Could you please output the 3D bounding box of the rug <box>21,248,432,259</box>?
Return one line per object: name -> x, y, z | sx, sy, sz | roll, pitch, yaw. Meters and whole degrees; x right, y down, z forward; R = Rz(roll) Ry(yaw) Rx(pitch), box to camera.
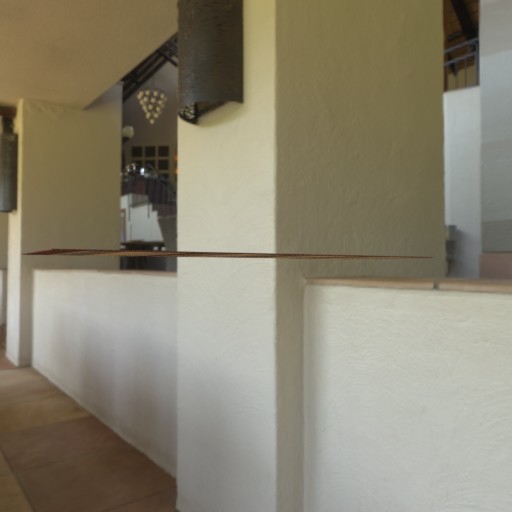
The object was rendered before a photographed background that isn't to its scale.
rug -> 0.000, 0.000, 2.689 | 2.437, 0.006, 0.792 | 1, -2, -35
